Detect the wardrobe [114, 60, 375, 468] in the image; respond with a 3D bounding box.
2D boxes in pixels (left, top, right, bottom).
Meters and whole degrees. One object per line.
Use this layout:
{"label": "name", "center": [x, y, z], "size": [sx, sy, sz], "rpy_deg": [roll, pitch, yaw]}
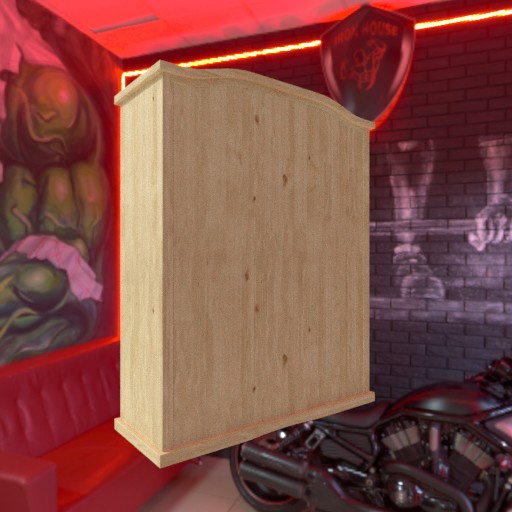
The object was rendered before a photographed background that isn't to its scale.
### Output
{"label": "wardrobe", "center": [0.000, 0.000, 2.629], "size": [1.500, 1.870, 0.570], "rpy_deg": [0, 0, -37]}
